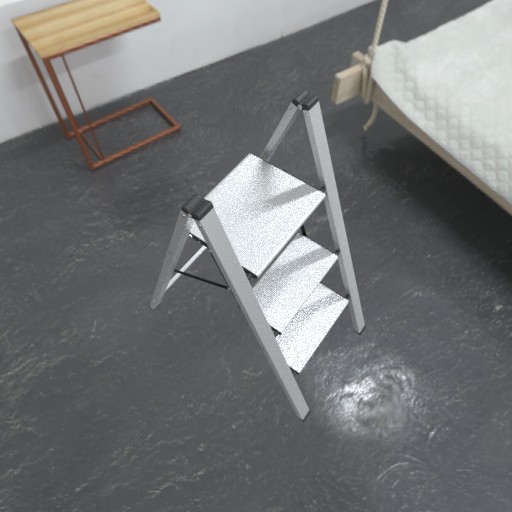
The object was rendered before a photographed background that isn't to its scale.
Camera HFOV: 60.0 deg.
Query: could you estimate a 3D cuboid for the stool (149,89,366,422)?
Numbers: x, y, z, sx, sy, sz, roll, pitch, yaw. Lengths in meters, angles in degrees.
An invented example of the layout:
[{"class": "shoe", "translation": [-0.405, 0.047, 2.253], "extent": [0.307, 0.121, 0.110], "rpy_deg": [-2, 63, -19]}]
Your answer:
[{"class": "stool", "translation": [0.000, 0.000, 1.334], "extent": [0.730, 0.902, 0.441], "rpy_deg": [32, 64, 18]}]
